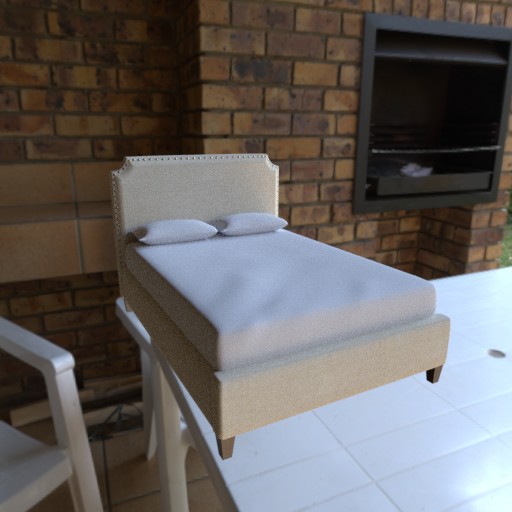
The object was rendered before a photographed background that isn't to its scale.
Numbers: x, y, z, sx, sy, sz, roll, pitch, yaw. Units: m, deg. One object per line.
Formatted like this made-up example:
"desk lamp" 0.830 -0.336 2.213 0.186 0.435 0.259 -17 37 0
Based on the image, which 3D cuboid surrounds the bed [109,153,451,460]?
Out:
"bed" 0.000 0.000 3.487 1.713 1.457 2.381 -8 17 -27
